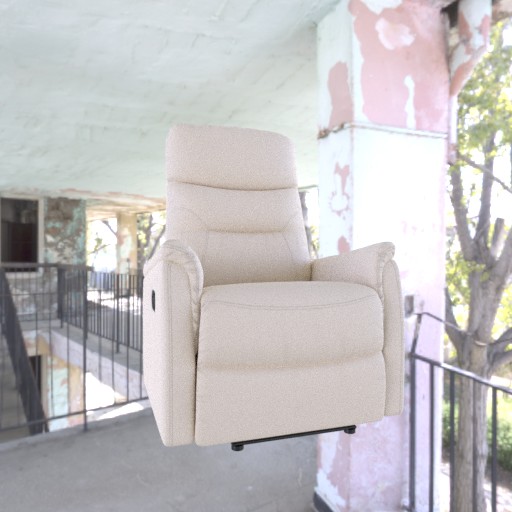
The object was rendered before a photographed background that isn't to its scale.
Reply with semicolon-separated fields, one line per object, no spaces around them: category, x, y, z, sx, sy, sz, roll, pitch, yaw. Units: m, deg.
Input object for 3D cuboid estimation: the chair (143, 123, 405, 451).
chair;0.000;0.000;1.631;0.775;1.082;0.831;0;1;-19
